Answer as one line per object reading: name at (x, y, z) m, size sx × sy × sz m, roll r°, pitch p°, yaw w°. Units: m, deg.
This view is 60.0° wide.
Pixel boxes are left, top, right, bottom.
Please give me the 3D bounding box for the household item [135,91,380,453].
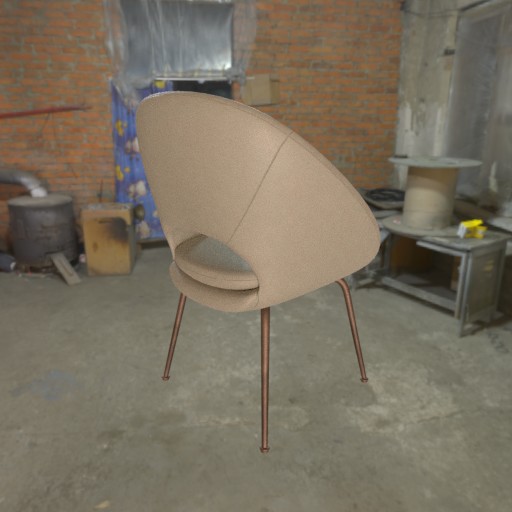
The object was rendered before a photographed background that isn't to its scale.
household item at (0.000, 0.000, 1.253) m, size 0.573 × 0.852 × 0.623 m, roll -16°, pitch 23°, yaw -42°
